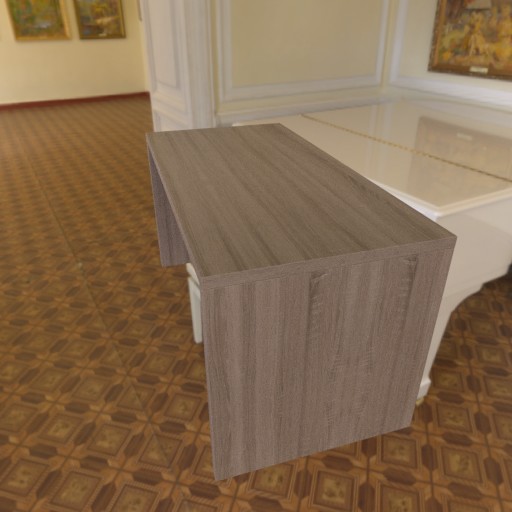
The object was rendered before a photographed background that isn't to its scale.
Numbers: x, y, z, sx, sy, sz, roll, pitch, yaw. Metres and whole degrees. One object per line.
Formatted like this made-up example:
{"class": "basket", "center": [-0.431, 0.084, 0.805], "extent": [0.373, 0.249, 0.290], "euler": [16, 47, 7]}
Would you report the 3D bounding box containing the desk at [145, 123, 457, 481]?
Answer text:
{"class": "desk", "center": [0.000, 0.000, 1.843], "extent": [0.690, 0.745, 1.380], "euler": [-9, 31, -15]}
